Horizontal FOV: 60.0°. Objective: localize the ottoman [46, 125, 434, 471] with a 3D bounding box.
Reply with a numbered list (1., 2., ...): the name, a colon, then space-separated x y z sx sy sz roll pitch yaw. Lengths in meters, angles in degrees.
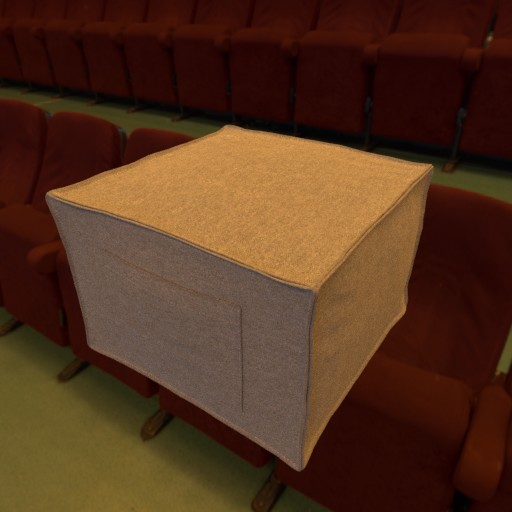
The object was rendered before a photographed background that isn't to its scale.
1. ottoman: 0.000 0.000 1.168 0.707 0.470 0.696 19 36 28
